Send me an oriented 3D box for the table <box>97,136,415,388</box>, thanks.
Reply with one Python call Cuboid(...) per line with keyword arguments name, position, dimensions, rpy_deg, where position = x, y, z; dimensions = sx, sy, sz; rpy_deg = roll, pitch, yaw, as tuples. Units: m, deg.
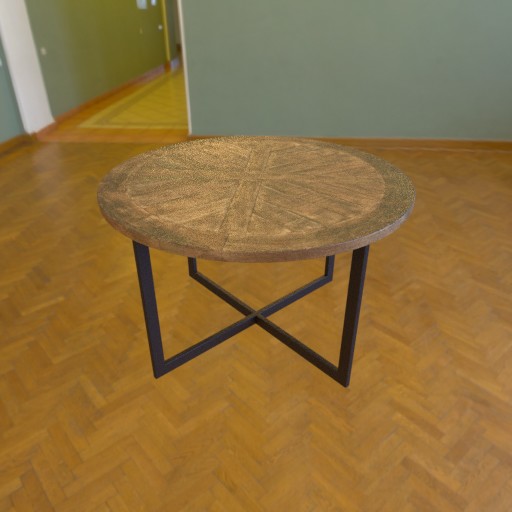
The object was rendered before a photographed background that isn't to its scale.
Cuboid(name="table", position=(0.000, 0.000, 2.032), dimensions=(1.264, 0.762, 1.264), rpy_deg=(0, 30, 0))
